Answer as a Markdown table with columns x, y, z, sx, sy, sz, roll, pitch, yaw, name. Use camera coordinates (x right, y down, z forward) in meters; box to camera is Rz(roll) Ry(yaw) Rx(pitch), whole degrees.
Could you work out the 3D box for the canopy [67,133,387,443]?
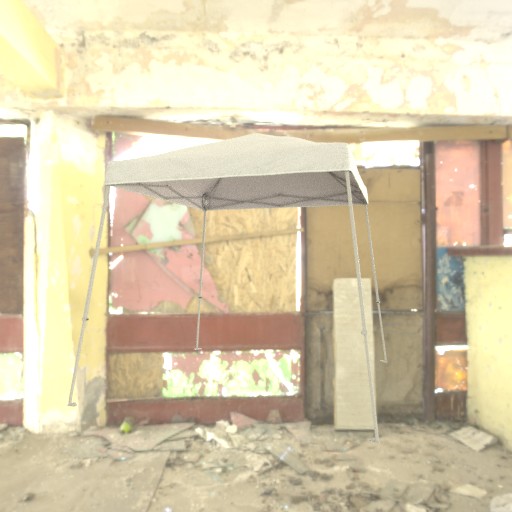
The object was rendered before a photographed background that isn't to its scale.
| x | y | z | sx | sy | sz | roll | pitch | yaw | name |
| --- | --- | --- | --- | --- | --- | --- | --- | --- | --- |
| 0.000 | 0.000 | 6.482 | 3.599 | 3.600 | 3.600 | 0 | -1 | 18 | canopy |
